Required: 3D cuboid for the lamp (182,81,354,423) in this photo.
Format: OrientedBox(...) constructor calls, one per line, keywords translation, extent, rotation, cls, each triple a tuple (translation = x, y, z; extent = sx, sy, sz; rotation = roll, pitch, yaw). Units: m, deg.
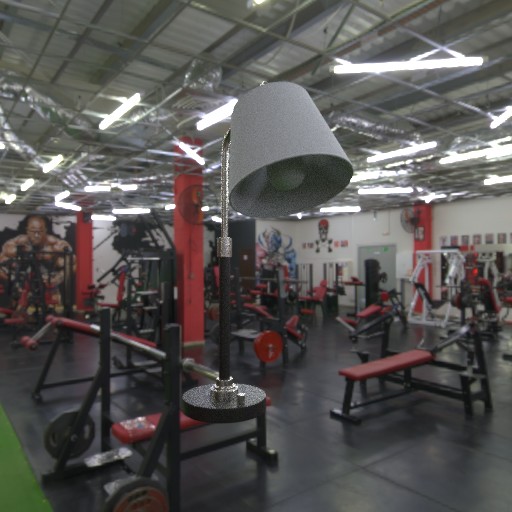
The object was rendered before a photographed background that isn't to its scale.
OrientedBox(translation=(0.000, 0.000, 0.705), extent=(0.181, 0.539, 0.348), rotation=(0, -1, -34), cls="lamp")
